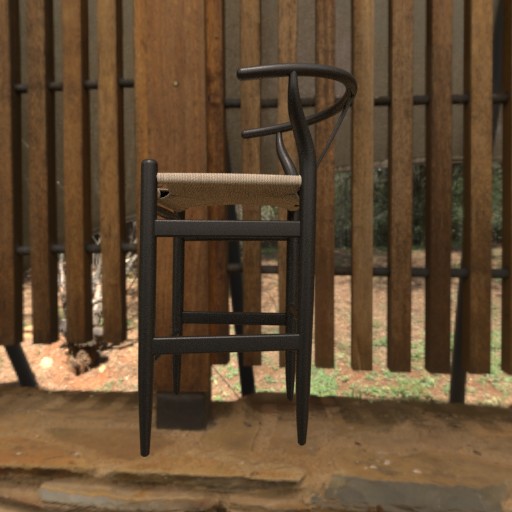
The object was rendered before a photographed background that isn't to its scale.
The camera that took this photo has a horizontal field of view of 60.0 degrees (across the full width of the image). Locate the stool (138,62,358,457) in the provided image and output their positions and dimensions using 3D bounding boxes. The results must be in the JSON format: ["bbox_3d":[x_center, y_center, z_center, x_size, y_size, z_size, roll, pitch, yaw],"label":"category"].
[{"bbox_3d":[0.000,0.000,1.310,0.579,0.970,0.569,0,1,-1],"label":"stool"}]
